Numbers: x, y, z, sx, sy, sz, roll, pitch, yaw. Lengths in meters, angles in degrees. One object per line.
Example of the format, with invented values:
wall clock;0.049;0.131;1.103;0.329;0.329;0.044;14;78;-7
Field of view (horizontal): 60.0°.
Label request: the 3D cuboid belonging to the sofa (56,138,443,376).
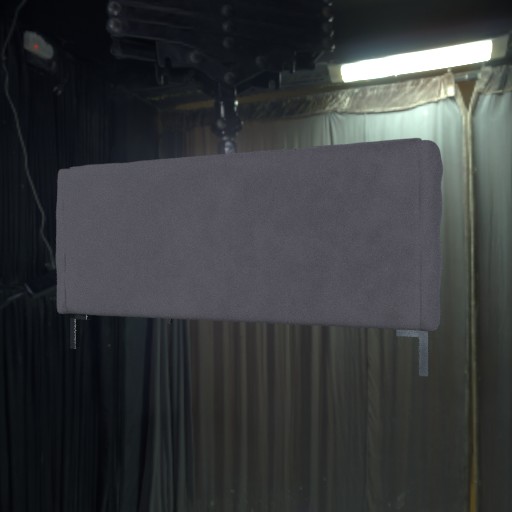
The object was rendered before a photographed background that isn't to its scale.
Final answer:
sofa;0.000;0.000;2.103;1.583;0.810;0.909;0;0;19
